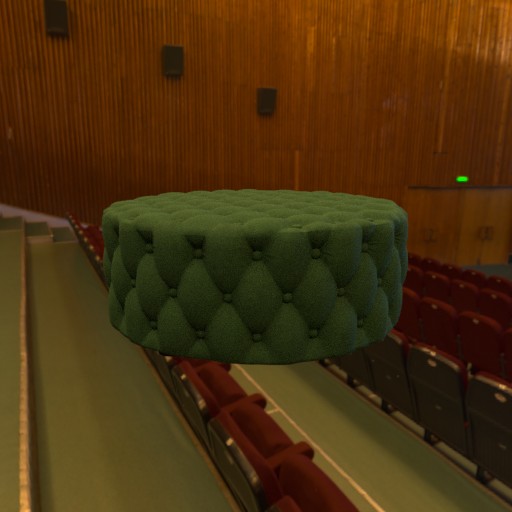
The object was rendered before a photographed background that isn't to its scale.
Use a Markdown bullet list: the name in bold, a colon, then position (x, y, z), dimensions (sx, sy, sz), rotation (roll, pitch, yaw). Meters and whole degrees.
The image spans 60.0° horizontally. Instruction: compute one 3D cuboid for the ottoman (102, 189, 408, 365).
- **ottoman**: position (0.000, 0.000, 1.530), dimensions (0.998, 0.399, 0.998), rotation (0, 13, 0)
